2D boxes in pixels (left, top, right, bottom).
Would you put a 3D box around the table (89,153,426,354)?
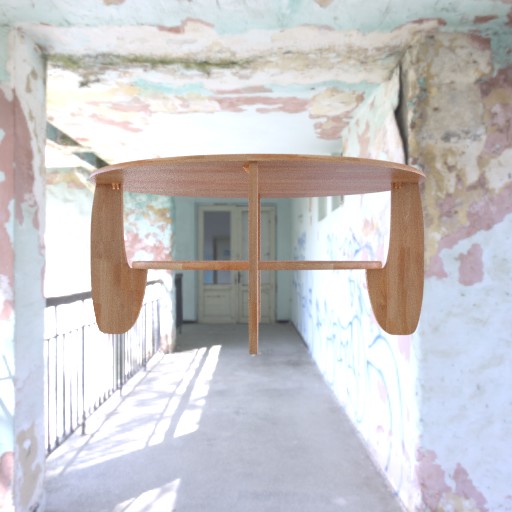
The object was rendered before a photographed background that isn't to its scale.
[{"bbox_3d":[0.000,0.000,1.390,1.040,0.490,0.690,0,0,1],"label":"table"}]
